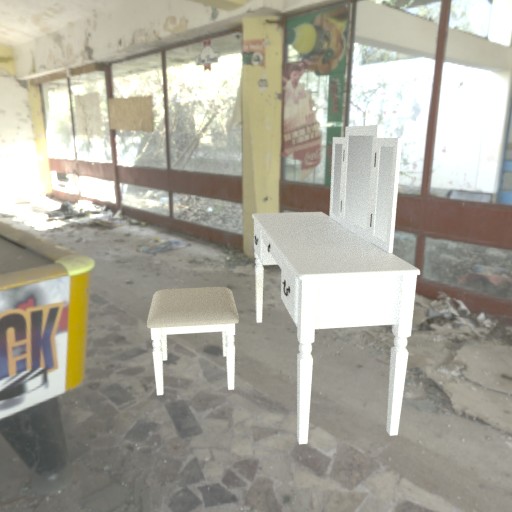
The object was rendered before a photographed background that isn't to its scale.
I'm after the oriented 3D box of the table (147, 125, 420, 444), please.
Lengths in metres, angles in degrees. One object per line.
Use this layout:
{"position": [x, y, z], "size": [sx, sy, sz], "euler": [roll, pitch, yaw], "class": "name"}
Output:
{"position": [0.000, 0.000, 2.318], "size": [1.115, 1.310, 1.369], "euler": [-2, 15, -8], "class": "table"}
